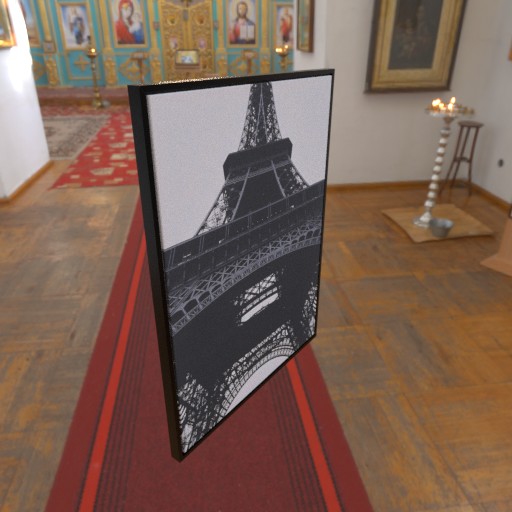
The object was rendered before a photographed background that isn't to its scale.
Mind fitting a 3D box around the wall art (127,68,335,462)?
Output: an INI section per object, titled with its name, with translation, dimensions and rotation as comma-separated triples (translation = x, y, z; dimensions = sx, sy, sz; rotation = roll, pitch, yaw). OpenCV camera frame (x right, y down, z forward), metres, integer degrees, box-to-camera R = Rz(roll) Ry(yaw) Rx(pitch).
[wall art]
translation = 0.000, 0.000, 1.401
dimensions = 0.040, 1.062, 0.805
rotation = 18, 31, 33
